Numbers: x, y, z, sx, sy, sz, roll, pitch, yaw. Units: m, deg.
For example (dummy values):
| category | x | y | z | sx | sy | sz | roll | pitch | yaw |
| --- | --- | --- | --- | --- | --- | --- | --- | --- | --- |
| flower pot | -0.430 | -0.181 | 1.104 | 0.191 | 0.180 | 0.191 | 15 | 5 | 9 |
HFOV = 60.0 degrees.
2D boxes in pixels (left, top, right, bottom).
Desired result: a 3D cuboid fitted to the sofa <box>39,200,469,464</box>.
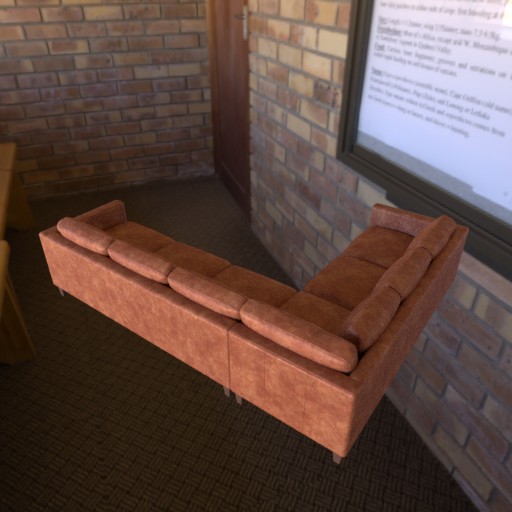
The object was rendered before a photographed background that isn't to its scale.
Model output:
| category | x | y | z | sx | sy | sz | roll | pitch | yaw |
| --- | --- | --- | --- | --- | --- | --- | --- | --- | --- |
| sofa | 0.000 | 0.000 | 4.225 | 3.150 | 0.838 | 2.438 | 21 | 38 | 30 |
